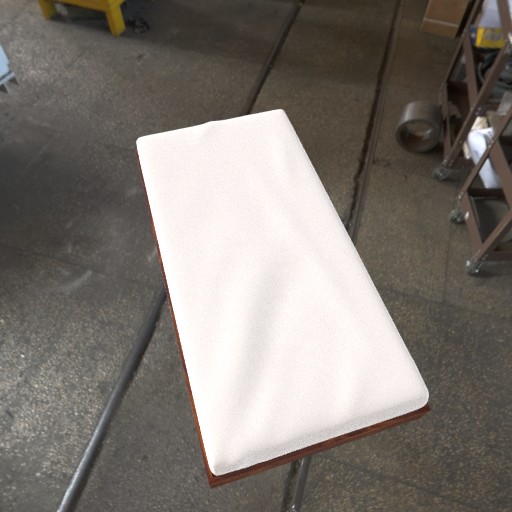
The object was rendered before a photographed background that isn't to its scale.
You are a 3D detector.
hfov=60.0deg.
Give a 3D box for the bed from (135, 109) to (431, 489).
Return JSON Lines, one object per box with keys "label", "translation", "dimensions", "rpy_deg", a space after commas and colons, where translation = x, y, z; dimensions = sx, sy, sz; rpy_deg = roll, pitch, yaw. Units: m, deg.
{"label": "bed", "translation": [0.000, 0.000, 2.230], "dimensions": [0.940, 0.312, 1.860], "rpy_deg": [-14, 58, -9]}
